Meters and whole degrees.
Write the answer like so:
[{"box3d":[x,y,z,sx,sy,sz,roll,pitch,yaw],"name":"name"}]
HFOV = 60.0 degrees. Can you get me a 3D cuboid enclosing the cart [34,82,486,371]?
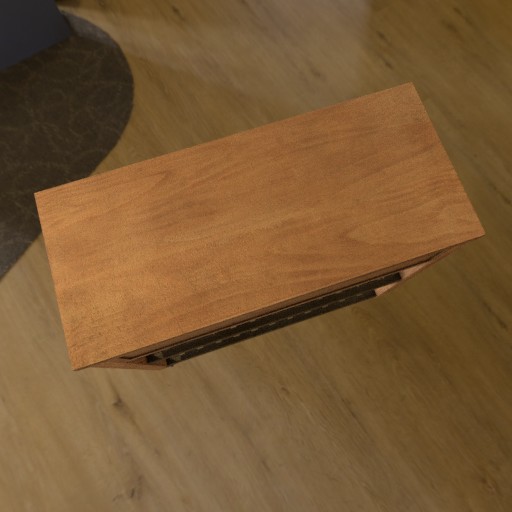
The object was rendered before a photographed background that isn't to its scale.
[{"box3d":[0.000,0.000,0.957,0.686,0.554,0.298,-18,76,-5],"name":"cart"}]
